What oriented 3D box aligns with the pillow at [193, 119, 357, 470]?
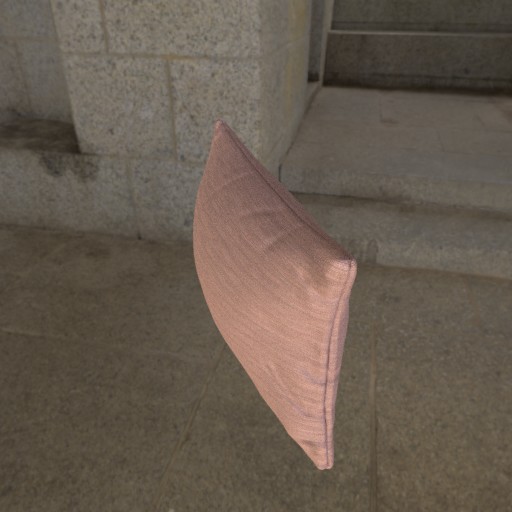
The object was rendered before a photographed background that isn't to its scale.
[{"bbox_3d":[0.000,0.000,0.784,0.210,0.338,0.633,-8,31,-14],"label":"pillow"}]
